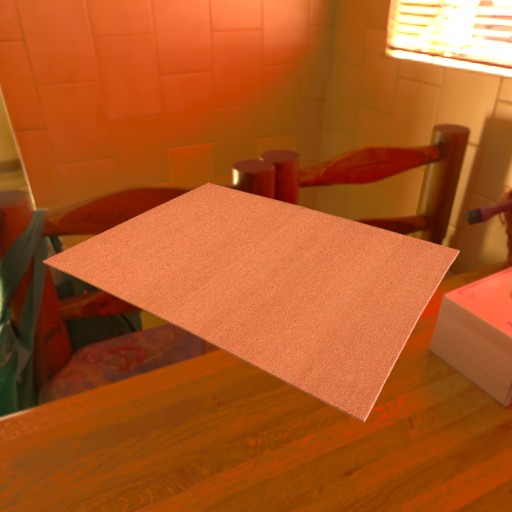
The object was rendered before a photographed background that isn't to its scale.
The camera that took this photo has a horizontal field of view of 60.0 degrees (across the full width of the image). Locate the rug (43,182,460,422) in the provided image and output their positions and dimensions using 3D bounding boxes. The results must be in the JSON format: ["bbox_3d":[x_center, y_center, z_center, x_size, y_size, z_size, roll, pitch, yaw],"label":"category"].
[{"bbox_3d":[0.000,0.000,4.236,3.202,0.045,2.434,19,36,29],"label":"rug"}]
